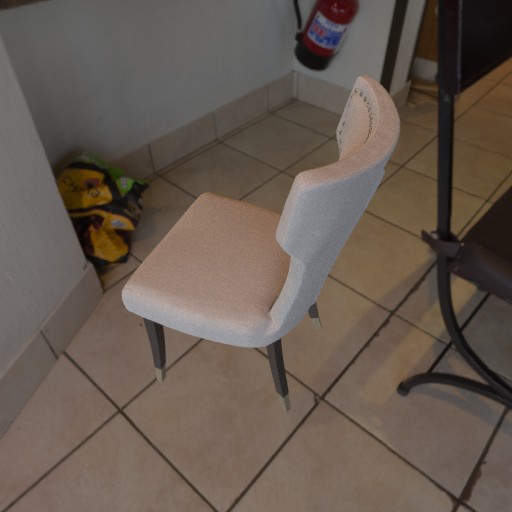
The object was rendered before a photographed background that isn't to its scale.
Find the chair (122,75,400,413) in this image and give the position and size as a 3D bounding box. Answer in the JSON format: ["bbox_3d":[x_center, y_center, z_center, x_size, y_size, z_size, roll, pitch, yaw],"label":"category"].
[{"bbox_3d":[0.000,0.000,1.309,0.630,0.950,0.526,16,47,16],"label":"chair"}]
